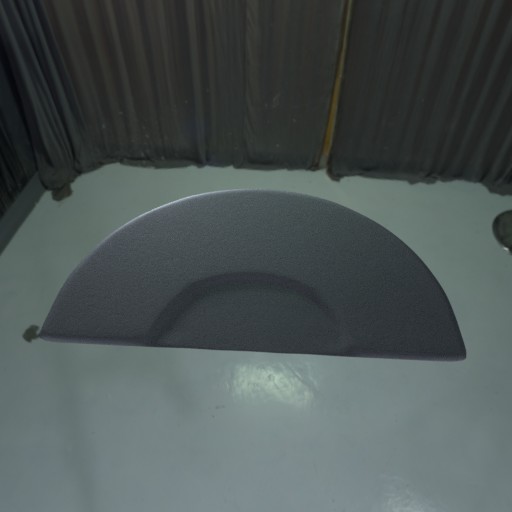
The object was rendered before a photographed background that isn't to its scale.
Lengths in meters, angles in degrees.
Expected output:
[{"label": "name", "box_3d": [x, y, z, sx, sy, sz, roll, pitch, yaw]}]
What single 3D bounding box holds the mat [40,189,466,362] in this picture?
[{"label": "mat", "box_3d": [0.000, 0.000, 1.862, 1.525, 0.016, 0.917, 2, 47, 2]}]
